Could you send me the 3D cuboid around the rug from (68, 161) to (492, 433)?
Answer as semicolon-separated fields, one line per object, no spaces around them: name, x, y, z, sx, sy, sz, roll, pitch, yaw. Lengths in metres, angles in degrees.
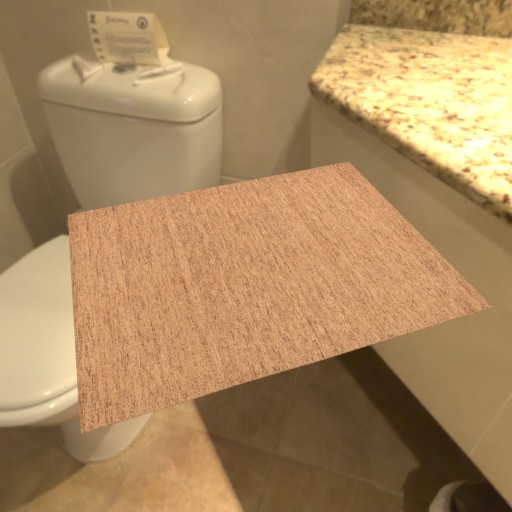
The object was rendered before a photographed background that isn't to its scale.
rug;0.000;0.000;4.050;3.205;0.013;2.448;-13;44;-14
